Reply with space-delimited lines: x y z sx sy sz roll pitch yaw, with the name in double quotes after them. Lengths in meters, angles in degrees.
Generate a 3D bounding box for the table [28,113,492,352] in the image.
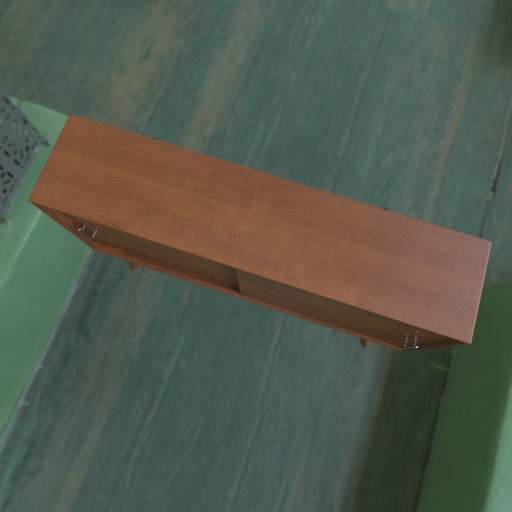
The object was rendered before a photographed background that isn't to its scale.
0.000 0.000 1.523 1.220 0.698 0.308 18 76 5 "table"
